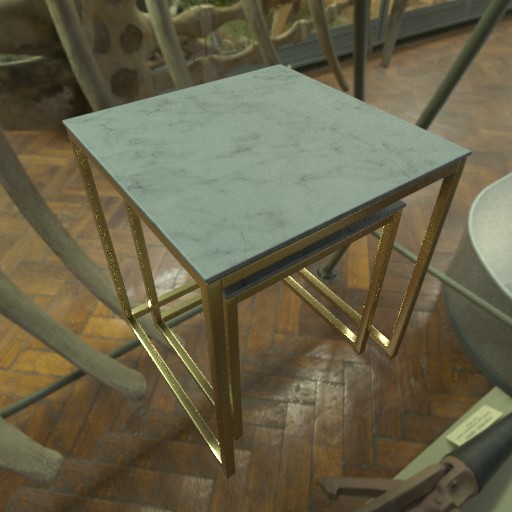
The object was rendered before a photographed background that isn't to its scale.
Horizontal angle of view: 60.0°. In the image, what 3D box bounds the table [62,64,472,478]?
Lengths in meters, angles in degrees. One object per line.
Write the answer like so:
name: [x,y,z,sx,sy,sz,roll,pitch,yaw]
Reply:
table: [0.000,0.000,0.847,0.450,0.500,0.450,-26,48,-26]
